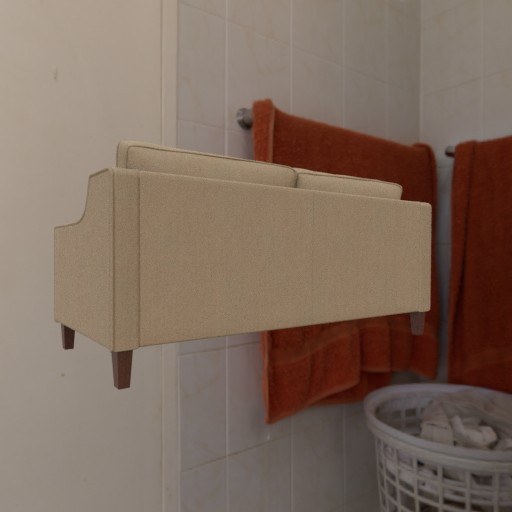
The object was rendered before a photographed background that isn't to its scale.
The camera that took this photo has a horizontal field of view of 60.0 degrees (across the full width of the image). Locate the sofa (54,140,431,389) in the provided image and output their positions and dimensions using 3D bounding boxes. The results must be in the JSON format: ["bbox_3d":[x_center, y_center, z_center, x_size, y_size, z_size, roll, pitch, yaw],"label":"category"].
[{"bbox_3d":[0.000,0.000,2.804,2.178,1.071,1.066,0,0,-36],"label":"sofa"}]
